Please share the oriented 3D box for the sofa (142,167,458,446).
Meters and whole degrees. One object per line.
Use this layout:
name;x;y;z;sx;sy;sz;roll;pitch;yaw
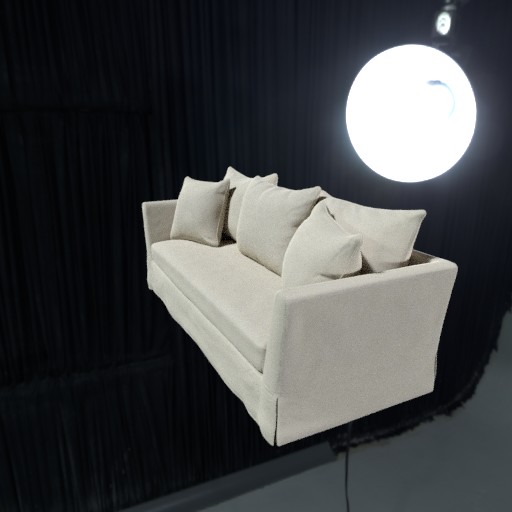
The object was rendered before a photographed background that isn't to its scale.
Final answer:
sofa;0.000;0.000;3.078;1.046;1.047;2.499;-8;18;-25
